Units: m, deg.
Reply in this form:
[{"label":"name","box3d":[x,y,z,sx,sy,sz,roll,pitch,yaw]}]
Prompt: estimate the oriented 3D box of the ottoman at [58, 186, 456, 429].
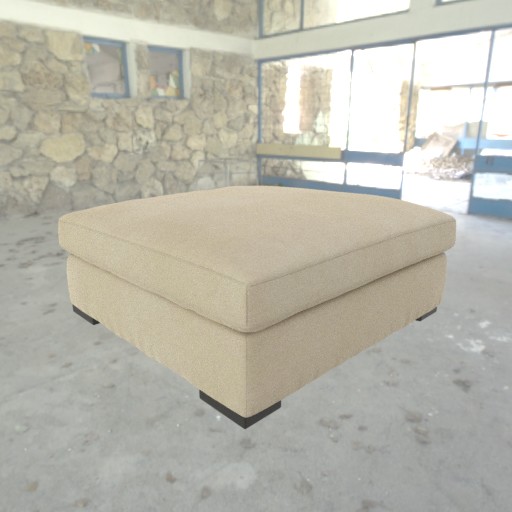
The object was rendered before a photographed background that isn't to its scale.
[{"label":"ottoman","box3d":[0.000,0.000,1.870,1.205,0.522,1.190,-15,21,-42]}]
